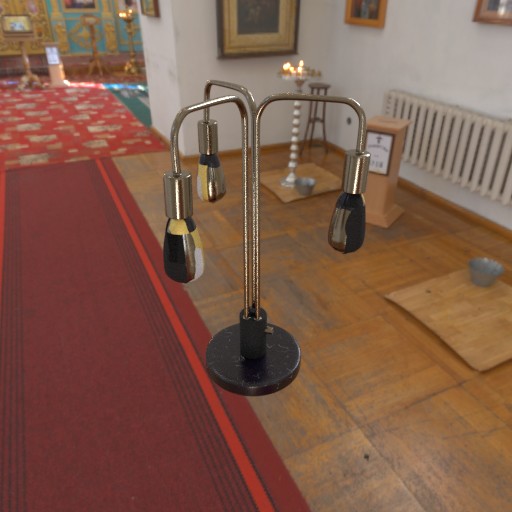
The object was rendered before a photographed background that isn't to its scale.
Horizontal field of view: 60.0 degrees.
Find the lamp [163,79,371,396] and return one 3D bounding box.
[{"bbox_3d":[0.000,0.000,0.804,0.368,0.560,0.355,10,31,17],"label":"lamp"}]
